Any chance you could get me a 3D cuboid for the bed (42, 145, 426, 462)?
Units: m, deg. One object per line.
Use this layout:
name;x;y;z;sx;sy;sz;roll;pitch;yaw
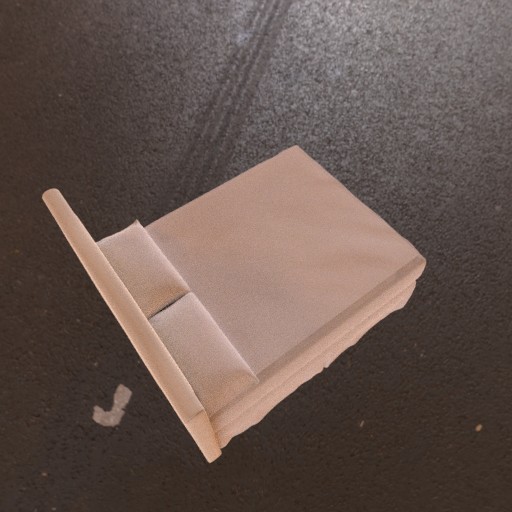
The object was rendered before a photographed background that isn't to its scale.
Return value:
bed;0.000;0.000;3.313;2.143;1.460;1.753;-32;63;-19
